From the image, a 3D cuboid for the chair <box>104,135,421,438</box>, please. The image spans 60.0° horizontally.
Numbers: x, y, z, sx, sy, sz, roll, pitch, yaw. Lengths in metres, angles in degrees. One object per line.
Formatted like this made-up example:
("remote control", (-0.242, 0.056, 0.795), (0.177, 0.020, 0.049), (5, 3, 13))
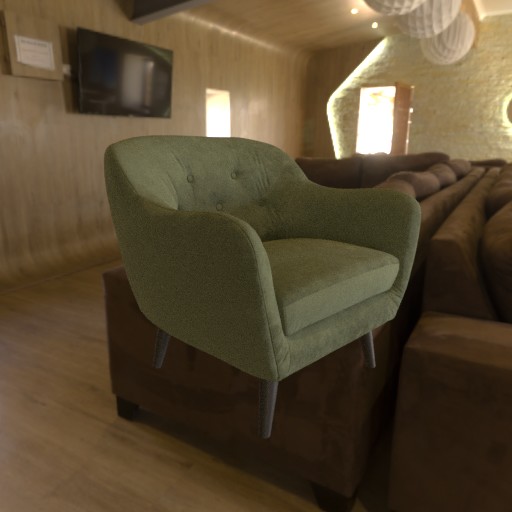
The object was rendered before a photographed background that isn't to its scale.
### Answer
("chair", (0.000, 0.000, 1.522), (0.840, 0.804, 0.819), (-14, 20, -43))
